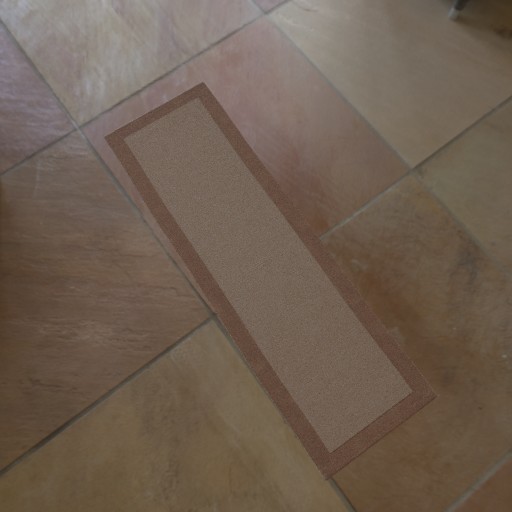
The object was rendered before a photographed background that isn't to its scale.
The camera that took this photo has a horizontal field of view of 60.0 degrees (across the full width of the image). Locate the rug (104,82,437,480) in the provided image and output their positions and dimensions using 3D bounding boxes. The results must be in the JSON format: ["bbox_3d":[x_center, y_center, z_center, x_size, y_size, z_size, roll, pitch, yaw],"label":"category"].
[{"bbox_3d":[0.000,0.000,2.641,0.767,0.012,2.430,-33,76,-9],"label":"rug"}]
